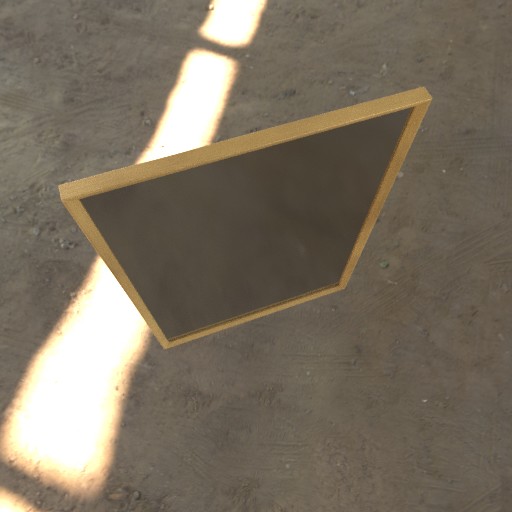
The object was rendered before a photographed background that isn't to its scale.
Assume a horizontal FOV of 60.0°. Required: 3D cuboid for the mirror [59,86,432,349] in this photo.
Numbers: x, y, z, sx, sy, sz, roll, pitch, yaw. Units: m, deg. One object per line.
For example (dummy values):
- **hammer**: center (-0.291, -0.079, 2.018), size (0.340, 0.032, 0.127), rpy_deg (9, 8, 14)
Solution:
- **mirror**: center (0.000, 0.000, 1.321), size (0.762, 1.016, 0.041), rpy_deg (-18, 64, -9)
